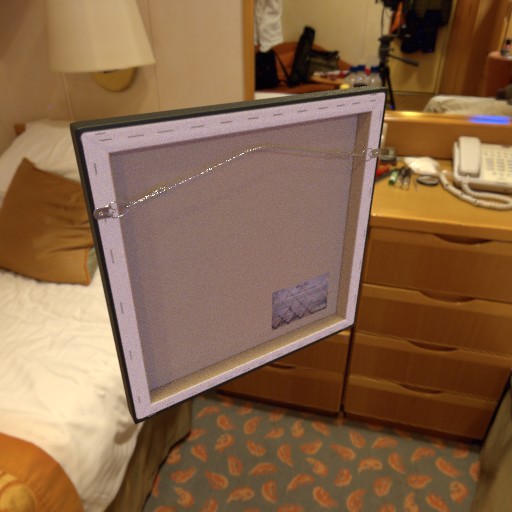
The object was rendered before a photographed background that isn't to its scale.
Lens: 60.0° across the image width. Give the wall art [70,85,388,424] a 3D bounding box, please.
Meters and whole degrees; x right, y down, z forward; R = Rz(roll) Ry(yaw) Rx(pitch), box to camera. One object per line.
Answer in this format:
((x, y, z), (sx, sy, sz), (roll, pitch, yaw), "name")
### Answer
((0.000, 0.000, 0.916), (0.610, 0.611, 0.043), (-17, 34, -27), "wall art")
